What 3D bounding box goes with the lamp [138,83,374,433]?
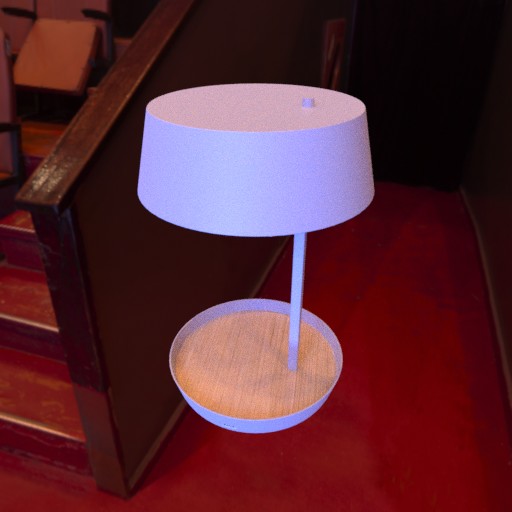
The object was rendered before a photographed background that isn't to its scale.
[{"bbox_3d":[0.000,0.000,0.615,0.291,0.429,0.291,0,31,0],"label":"lamp"}]
